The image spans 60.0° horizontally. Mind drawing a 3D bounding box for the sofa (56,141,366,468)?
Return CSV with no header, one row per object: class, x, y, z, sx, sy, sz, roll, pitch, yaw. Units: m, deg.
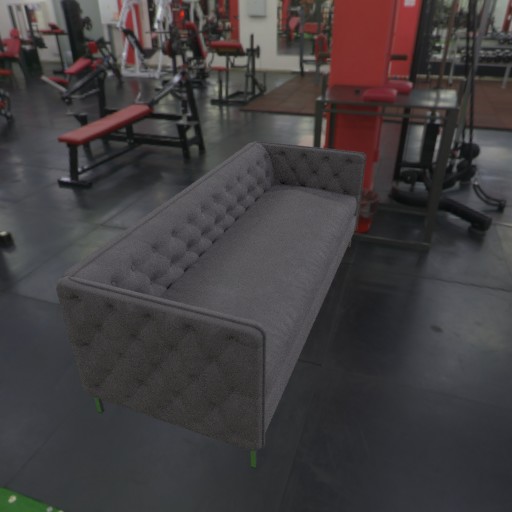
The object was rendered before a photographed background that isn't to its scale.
sofa,0.000,0.000,2.658,0.895,0.771,2.209,11,32,18
